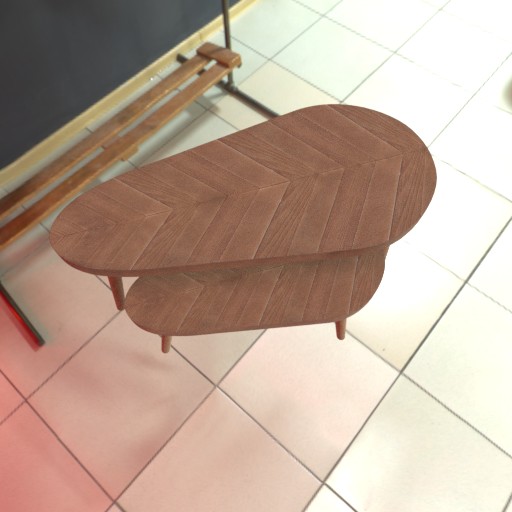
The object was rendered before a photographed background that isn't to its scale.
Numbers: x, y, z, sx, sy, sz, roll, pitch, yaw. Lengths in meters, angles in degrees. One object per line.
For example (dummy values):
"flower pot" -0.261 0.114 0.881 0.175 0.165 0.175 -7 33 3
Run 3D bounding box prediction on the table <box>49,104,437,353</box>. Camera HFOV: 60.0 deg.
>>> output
"table" 0.000 0.000 1.577 1.190 0.595 0.701 -15 64 -7
